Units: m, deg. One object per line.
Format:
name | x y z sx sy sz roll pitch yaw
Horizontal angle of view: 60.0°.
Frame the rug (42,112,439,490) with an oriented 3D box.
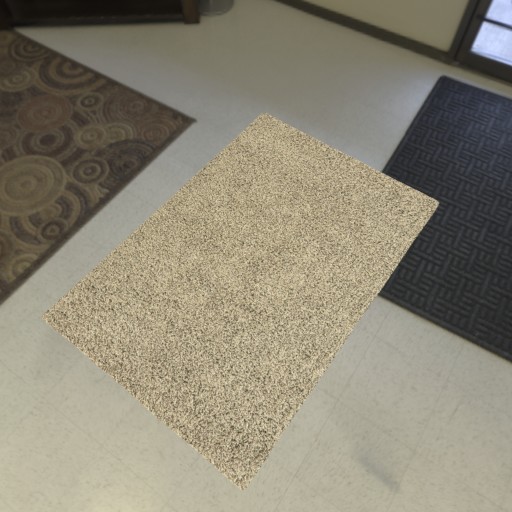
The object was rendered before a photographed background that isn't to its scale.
rug | 0.000 0.000 2.284 1.219 0.030 1.778 33 64 18
